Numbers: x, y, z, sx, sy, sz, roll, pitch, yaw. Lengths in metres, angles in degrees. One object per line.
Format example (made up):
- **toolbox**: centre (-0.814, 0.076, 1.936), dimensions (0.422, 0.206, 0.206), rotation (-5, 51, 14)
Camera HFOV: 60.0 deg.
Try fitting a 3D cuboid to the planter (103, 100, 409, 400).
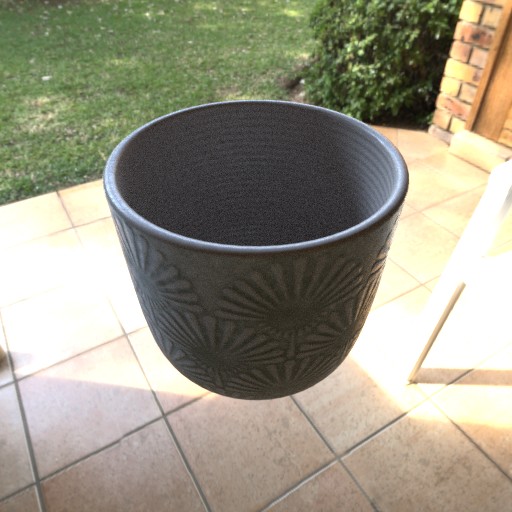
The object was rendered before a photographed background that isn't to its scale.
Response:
- **planter**: centre (0.000, 0.000, 0.219), dimensions (0.124, 0.109, 0.124), rotation (0, 41, 0)
